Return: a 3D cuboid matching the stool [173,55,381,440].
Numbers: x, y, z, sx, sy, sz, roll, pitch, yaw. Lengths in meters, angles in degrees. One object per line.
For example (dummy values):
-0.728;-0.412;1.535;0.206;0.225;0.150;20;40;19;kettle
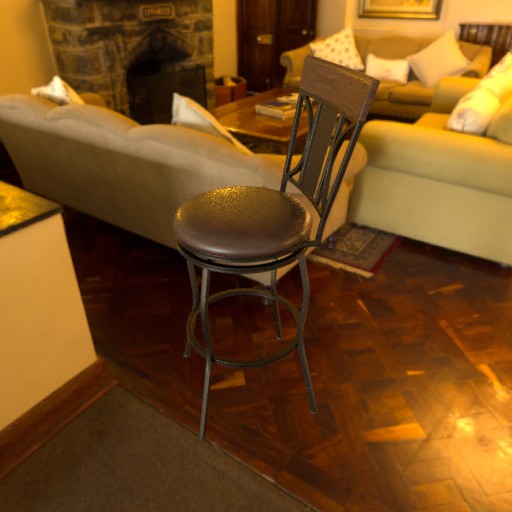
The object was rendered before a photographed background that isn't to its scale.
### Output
0.000;0.000;1.437;0.513;1.130;0.448;-8;32;-13;stool
